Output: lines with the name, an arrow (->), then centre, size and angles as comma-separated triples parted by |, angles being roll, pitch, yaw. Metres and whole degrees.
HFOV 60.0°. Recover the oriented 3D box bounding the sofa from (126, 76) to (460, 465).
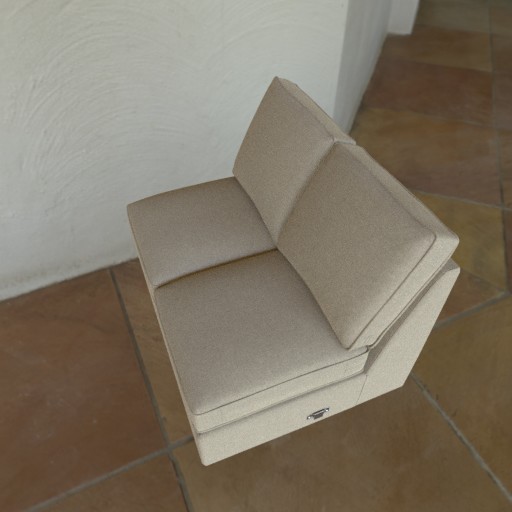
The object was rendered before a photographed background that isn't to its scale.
sofa -> 0.000, 0.000, 1.941 | 0.951, 1.008, 1.237 | -16, 48, -15
